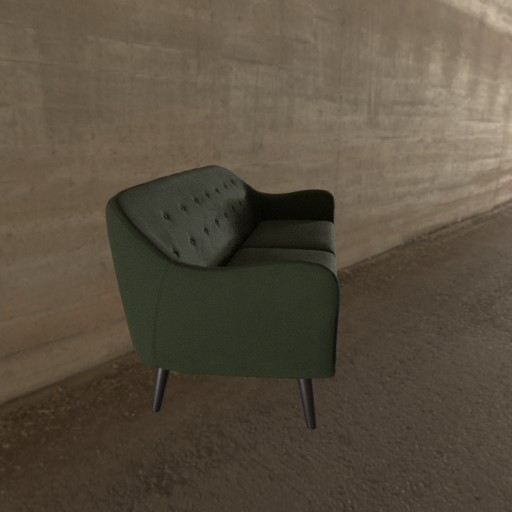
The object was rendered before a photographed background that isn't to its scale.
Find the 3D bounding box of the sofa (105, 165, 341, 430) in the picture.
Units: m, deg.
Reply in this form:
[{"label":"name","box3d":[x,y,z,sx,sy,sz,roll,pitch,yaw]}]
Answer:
[{"label":"sofa","box3d":[0.000,0.000,2.266,0.820,0.836,1.840,3,16,9]}]
